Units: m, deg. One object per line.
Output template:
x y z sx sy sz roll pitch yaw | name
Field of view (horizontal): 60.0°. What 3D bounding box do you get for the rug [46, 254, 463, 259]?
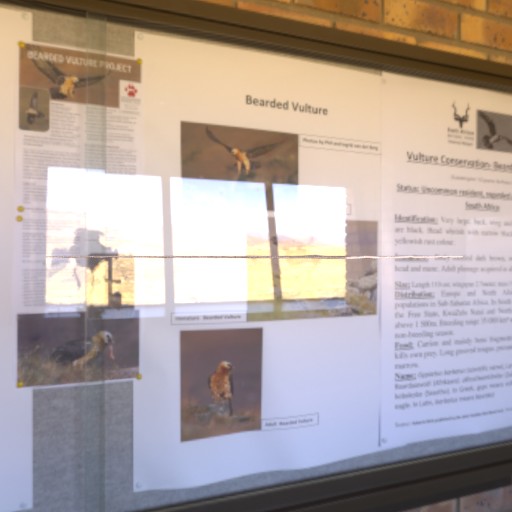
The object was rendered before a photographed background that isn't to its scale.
0.000 0.000 3.303 2.455 0.025 1.964 0 0 38 | rug
